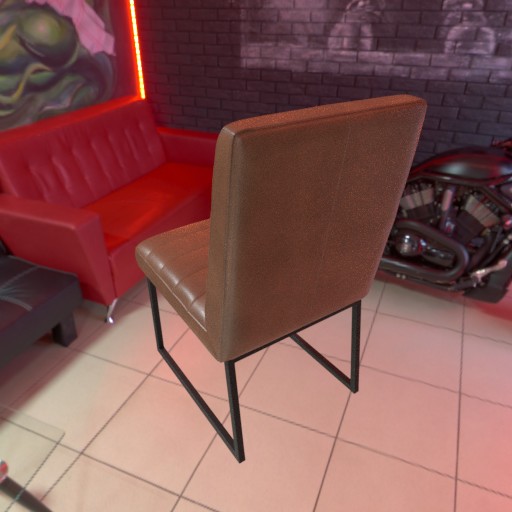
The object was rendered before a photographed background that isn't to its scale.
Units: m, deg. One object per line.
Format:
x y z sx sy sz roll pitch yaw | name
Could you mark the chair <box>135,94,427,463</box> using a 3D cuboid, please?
0.000 0.000 1.286 0.520 0.930 0.634 -19 35 -29 | chair
